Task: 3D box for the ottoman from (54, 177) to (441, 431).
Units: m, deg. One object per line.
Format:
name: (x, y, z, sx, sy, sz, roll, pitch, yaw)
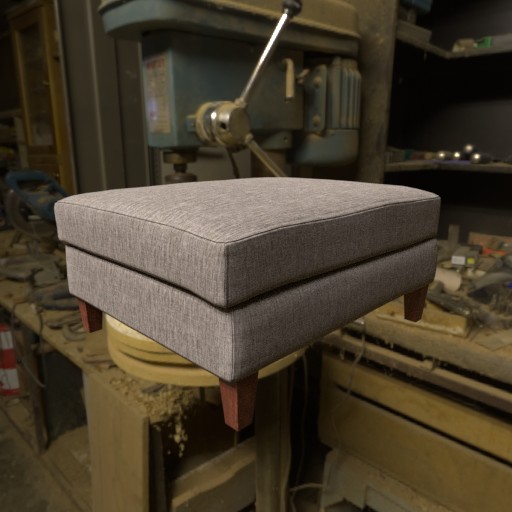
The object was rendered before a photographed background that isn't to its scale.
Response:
ottoman: (0.000, 0.000, 1.477, 0.839, 0.492, 0.994, 14, 21, 43)
